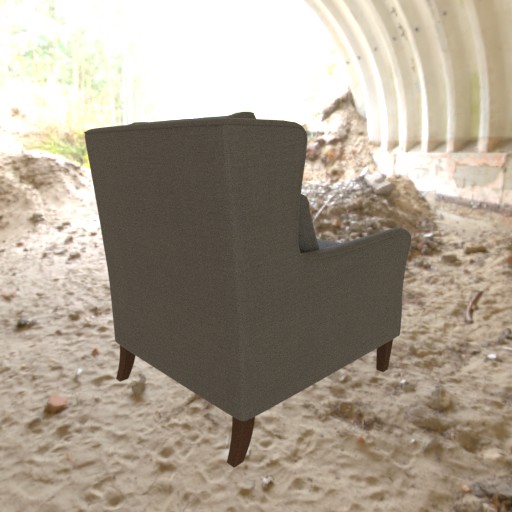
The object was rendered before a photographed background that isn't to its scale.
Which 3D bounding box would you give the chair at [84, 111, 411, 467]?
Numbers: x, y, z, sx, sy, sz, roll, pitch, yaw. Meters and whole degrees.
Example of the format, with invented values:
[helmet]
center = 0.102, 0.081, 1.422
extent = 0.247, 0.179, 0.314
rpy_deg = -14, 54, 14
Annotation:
[chair]
center = 0.000, 0.000, 1.816
extent = 1.040, 1.056, 0.866
rpy_deg = -13, 18, -43
